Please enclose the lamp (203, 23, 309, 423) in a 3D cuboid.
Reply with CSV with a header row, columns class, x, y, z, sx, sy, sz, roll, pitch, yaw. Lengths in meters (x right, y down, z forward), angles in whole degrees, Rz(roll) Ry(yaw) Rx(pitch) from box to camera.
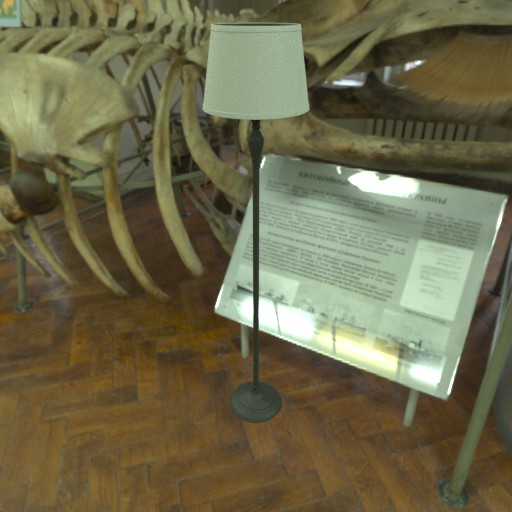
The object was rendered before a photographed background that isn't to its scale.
class,x,y,z,sx,sy,sz,roll,pitch,yaw
lamp,0.000,0.000,1.625,0.327,1.506,0.327,0,30,-1
